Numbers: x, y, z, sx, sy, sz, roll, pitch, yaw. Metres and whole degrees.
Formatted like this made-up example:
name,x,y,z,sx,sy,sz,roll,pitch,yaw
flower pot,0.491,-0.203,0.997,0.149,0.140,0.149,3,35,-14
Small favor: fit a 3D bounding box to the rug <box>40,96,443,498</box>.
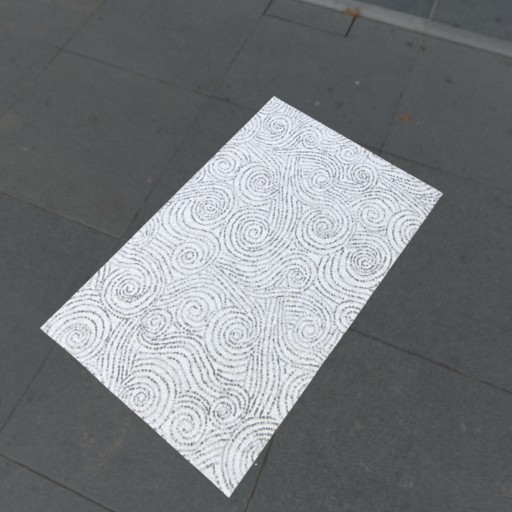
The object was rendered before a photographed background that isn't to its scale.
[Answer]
name,x,y,z,sx,sy,sz,roll,pitch,yaw
rug,0.000,0.000,2.975,1.524,0.005,2.439,35,70,15
